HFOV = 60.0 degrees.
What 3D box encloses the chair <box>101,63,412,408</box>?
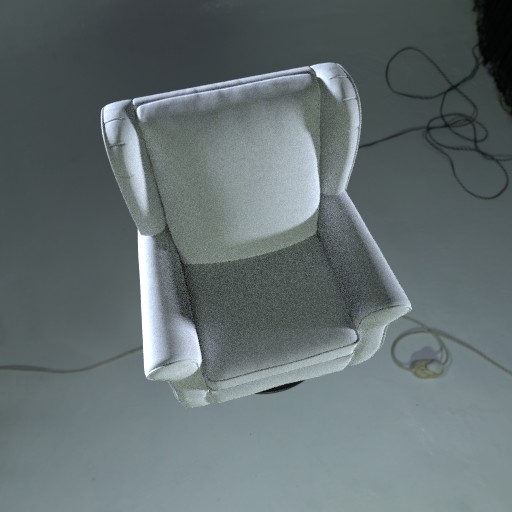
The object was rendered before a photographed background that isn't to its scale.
[{"bbox_3d":[0.000,0.000,1.653,0.906,0.967,0.854,-13,64,-6],"label":"chair"}]
